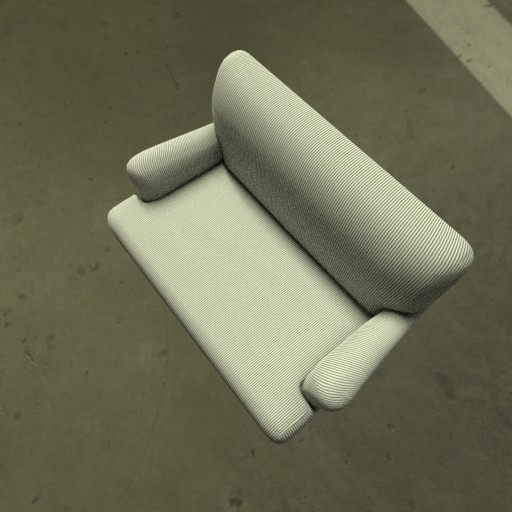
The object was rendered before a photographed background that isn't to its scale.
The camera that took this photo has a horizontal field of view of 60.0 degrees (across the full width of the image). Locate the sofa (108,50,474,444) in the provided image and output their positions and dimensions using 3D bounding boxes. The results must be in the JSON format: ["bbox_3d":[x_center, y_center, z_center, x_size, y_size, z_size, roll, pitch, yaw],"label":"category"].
[{"bbox_3d":[0.000,0.000,1.796,0.779,0.889,1.297,-36,68,-17],"label":"sofa"}]
